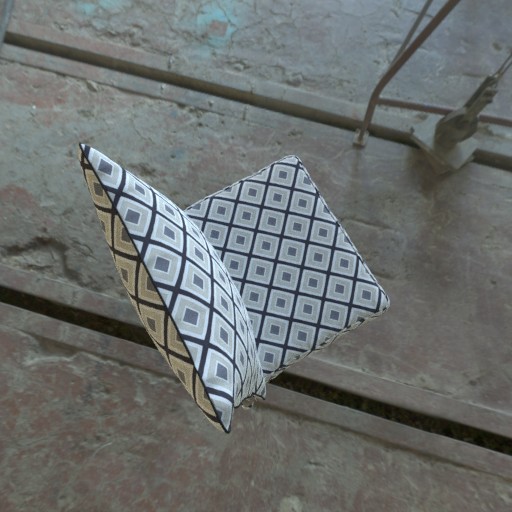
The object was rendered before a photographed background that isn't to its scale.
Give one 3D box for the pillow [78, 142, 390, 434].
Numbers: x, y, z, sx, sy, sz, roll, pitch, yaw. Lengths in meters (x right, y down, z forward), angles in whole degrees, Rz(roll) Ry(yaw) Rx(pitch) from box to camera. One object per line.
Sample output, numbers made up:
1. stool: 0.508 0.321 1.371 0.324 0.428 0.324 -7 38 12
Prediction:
1. pillow: 0.000 0.000 1.368 0.733 0.722 0.798 -28 77 -7
